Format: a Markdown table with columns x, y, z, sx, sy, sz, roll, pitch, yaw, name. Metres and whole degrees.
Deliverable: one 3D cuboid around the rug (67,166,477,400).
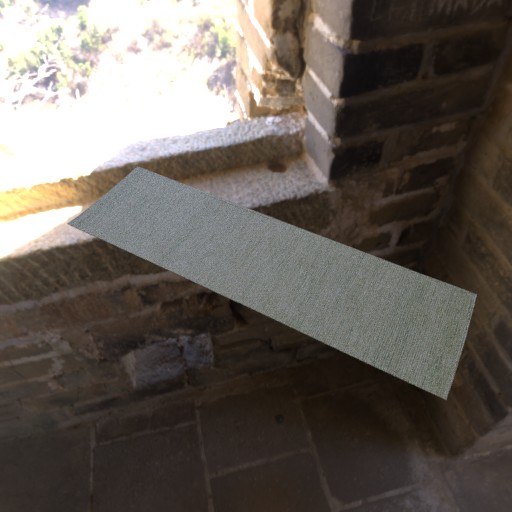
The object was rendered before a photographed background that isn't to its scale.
| x | y | z | sx | sy | sz | roll | pitch | yaw | name |
| --- | --- | --- | --- | --- | --- | --- | --- | --- | --- |
| 0.000 | 0.000 | 2.558 | 2.340 | 0.013 | 0.686 | 23 | 51 | 20 | rug |
